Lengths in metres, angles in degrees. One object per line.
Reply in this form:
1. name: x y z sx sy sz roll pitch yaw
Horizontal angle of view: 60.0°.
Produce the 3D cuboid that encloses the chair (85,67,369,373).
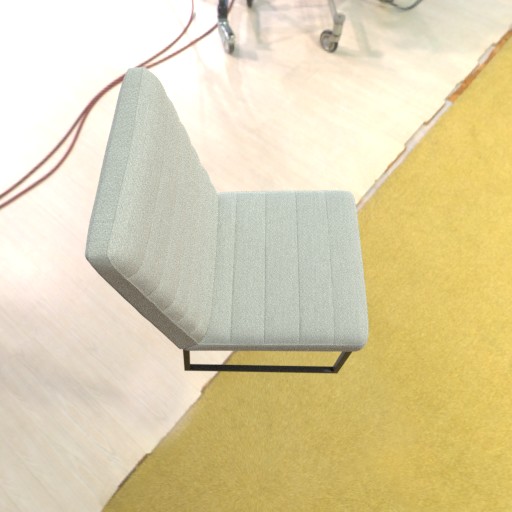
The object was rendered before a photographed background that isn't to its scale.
1. chair: 0.000 0.000 1.307 0.634 0.930 0.520 1 62 0
